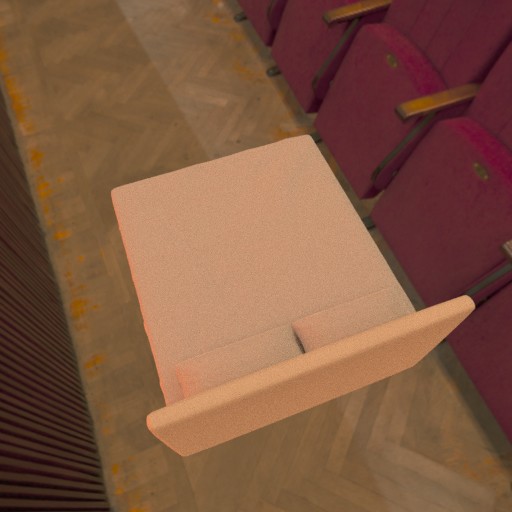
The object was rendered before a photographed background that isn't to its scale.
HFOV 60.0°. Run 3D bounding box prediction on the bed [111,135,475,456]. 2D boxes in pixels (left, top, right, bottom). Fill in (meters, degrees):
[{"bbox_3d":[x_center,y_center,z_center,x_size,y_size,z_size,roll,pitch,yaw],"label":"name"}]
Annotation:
[{"bbox_3d":[0.000,0.000,3.594,2.119,1.317,2.341,-18,62,-10],"label":"bed"}]
